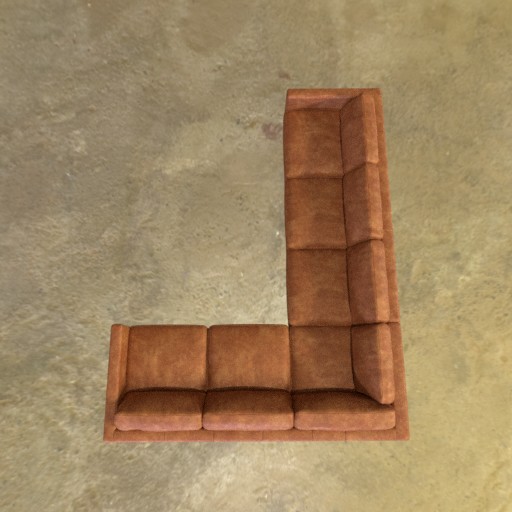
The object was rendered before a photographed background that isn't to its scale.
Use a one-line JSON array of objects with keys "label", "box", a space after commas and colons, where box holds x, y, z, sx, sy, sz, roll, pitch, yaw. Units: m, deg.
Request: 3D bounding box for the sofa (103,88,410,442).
[{"label": "sofa", "box": [0.000, 0.000, 4.118, 2.438, 0.838, 3.167, 0, 76, 0]}]
